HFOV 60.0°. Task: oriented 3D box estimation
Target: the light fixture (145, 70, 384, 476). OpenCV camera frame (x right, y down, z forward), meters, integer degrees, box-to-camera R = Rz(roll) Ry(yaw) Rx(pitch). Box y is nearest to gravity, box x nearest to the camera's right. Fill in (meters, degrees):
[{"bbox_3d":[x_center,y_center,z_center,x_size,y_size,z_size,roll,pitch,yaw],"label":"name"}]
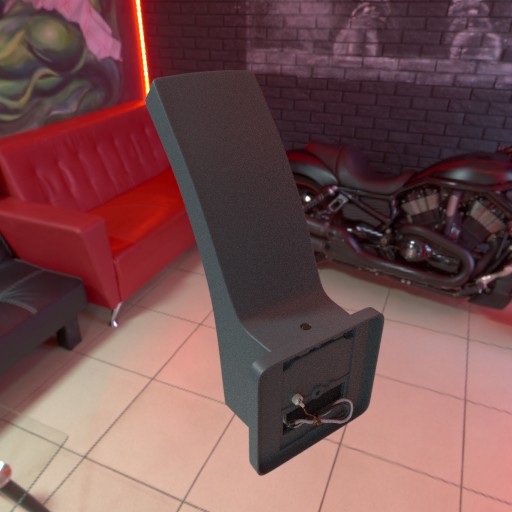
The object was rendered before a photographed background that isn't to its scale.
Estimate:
[{"bbox_3d":[0.000,0.000,0.331,0.108,0.243,0.174,-18,34,-29],"label":"light fixture"}]
